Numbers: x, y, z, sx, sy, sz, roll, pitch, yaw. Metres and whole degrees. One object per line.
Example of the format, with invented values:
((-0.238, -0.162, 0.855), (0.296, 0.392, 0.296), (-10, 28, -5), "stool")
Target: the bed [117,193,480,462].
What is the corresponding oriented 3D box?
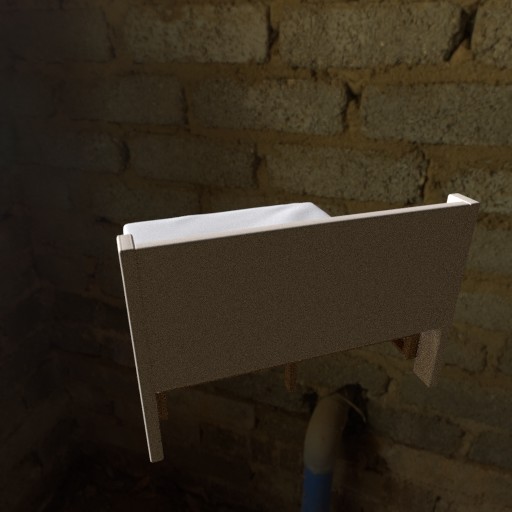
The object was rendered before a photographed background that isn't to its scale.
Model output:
((0.000, 0.000, 3.691), (2.145, 1.471, 2.293), (-9, 28, -17), "bed")
